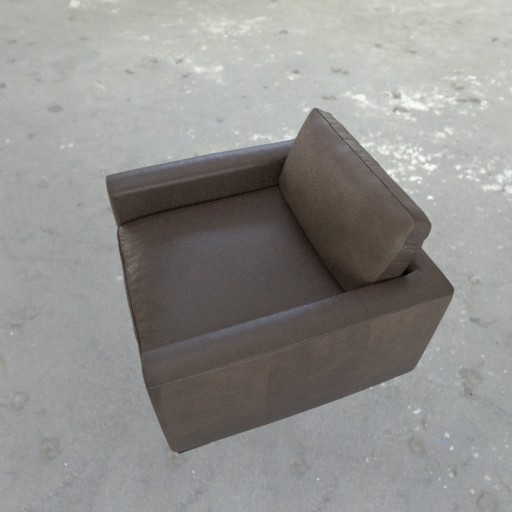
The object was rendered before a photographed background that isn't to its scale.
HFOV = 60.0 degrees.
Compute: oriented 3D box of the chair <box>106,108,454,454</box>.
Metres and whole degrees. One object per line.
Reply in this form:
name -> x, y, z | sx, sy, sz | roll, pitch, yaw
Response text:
chair -> 0.000, 0.000, 1.814 | 1.069, 0.812, 1.100 | -14, 49, -13
